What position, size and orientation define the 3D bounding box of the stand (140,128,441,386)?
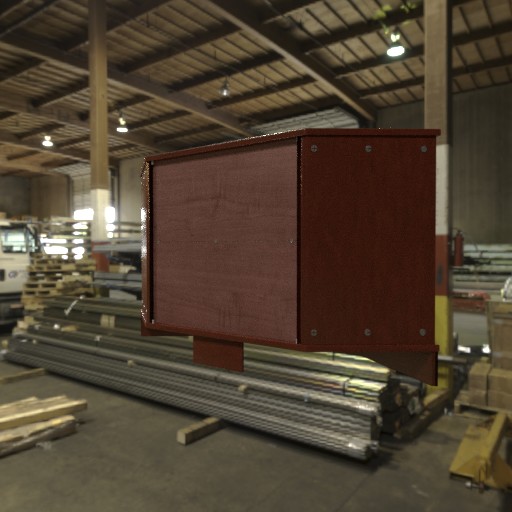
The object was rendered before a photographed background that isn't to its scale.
[{"bbox_3d":[0.000,0.000,1.363,1.072,0.614,0.381,1,1,35],"label":"stand"}]
